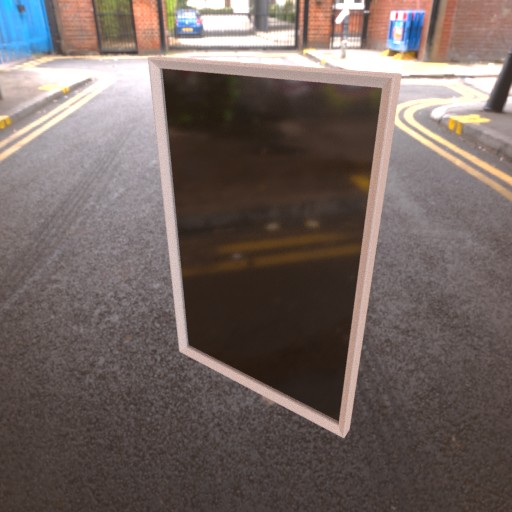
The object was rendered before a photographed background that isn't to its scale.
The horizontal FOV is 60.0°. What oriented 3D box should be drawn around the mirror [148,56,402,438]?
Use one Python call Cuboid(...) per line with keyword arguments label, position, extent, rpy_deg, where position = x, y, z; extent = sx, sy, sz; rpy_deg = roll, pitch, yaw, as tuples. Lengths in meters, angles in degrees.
Cuboid(label="mirror", position=(0.000, 0.000, 1.145), extent=(0.609, 0.915, 0.041), rpy_deg=(19, 34, 30))
